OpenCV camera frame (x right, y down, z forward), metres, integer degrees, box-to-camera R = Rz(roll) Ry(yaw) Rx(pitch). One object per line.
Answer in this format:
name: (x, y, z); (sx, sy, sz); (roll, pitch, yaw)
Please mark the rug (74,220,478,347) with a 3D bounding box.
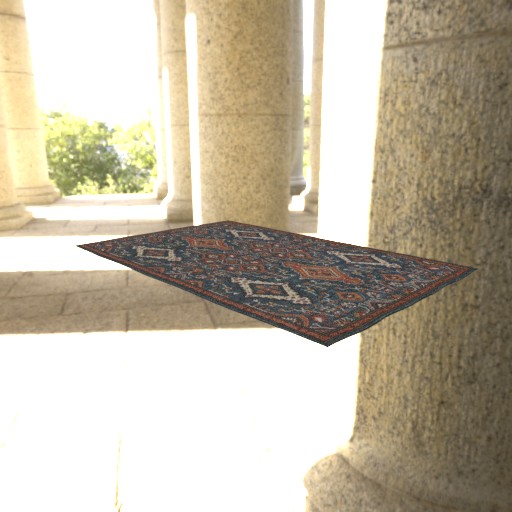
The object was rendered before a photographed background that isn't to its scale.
rug: (0.000, 0.000, 4.293); (2.190, 0.008, 3.371); (-14, 20, -42)
